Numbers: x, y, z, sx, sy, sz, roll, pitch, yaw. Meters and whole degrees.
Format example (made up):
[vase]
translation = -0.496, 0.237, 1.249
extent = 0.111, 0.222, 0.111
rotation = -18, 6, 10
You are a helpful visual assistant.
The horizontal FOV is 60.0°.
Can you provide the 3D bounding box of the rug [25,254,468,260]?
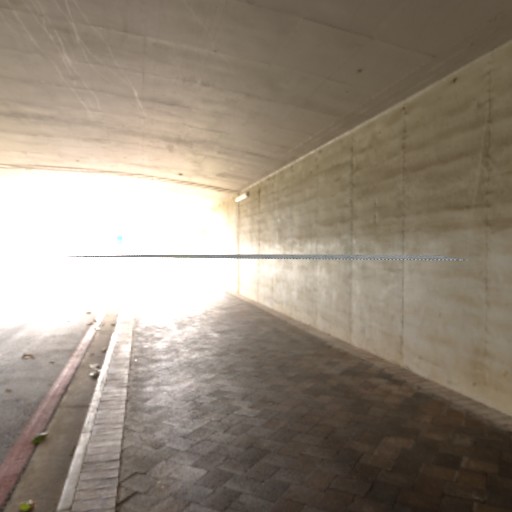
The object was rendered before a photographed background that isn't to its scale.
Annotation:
[rug]
translation = 0.000, 0.000, 2.286
extent = 1.835, 0.003, 1.206
rotation = 0, 1, 18
